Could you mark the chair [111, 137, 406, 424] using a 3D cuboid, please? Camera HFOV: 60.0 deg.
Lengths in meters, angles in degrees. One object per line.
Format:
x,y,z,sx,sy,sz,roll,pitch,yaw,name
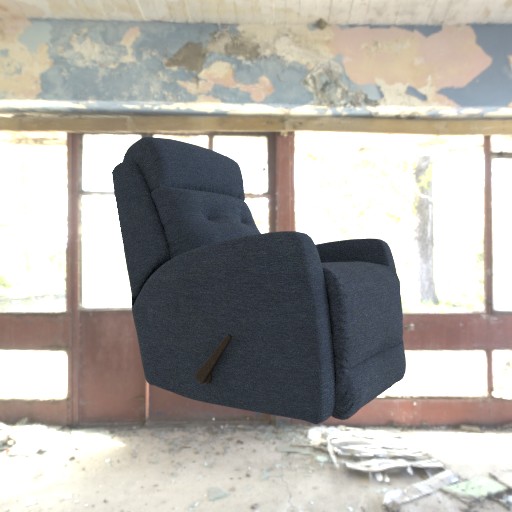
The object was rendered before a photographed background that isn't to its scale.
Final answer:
0.000,0.000,1.763,1.043,1.013,0.798,0,0,36,chair
